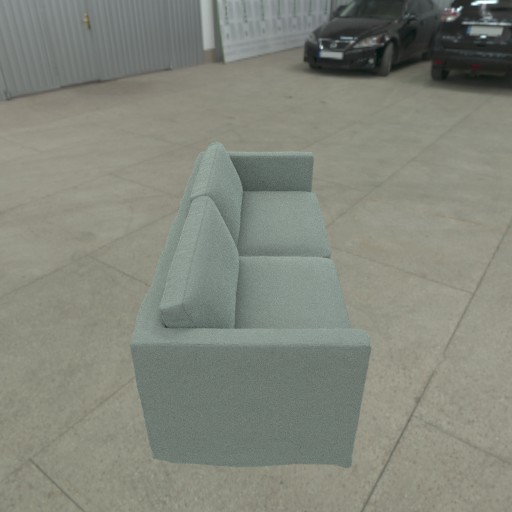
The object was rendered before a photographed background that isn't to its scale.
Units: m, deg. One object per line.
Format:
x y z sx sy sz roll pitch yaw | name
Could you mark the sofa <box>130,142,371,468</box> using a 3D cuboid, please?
0.000 0.000 2.784 0.962 0.853 2.312 0 31 0 | sofa
